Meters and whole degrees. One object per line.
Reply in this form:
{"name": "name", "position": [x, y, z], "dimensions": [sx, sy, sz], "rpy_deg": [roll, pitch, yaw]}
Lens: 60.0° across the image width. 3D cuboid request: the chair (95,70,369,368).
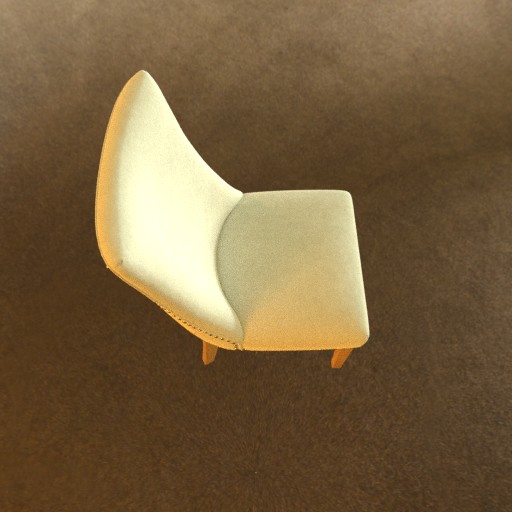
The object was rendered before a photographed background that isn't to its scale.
{"name": "chair", "position": [0.000, 0.000, 1.251], "dimensions": [0.610, 0.902, 0.495], "rpy_deg": [-1, 64, 0]}
